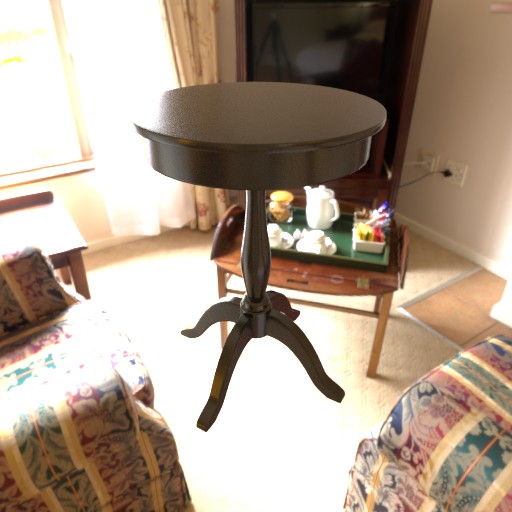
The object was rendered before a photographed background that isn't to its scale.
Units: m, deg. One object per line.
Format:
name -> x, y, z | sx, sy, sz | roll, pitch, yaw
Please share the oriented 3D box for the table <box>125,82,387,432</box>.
table -> 0.000, 0.000, 1.004 | 0.481, 0.665, 0.481 | 0, 31, 0
